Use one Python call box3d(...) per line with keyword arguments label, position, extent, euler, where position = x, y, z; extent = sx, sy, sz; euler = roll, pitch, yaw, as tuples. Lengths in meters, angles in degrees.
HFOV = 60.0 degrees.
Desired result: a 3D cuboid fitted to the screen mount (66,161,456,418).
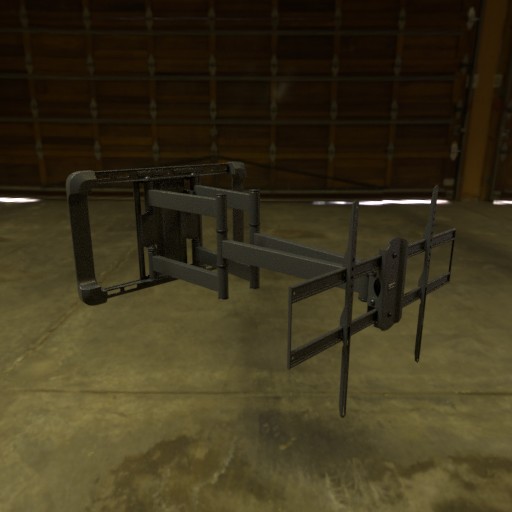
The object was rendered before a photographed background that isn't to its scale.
box3d(label="screen mount", position=(0.000, 0.000, 1.326), extent=(0.725, 0.483, 0.905), euler=(-15, 21, -42))
